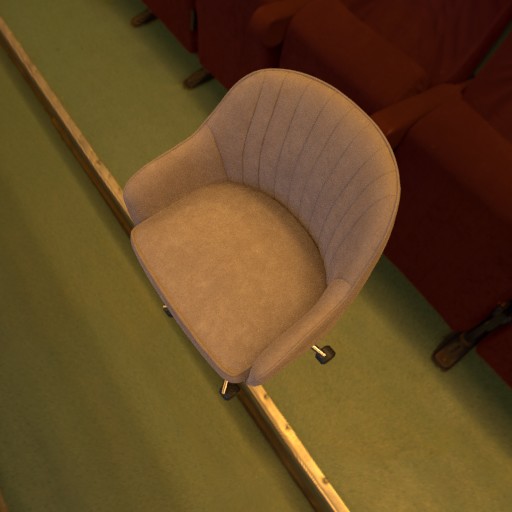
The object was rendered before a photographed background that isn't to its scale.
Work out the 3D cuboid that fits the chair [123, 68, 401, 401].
[{"bbox_3d":[0.000,0.000,1.267,0.573,0.831,0.635,-33,68,-15],"label":"chair"}]
